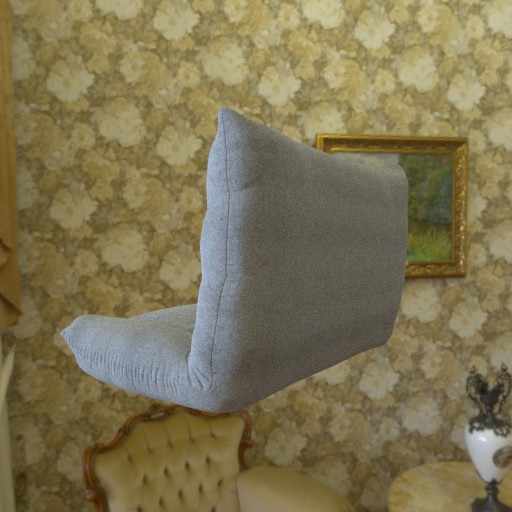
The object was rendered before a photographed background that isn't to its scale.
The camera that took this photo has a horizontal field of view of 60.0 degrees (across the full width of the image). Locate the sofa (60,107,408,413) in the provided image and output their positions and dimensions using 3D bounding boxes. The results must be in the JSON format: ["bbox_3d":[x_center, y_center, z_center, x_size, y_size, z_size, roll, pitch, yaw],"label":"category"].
[{"bbox_3d":[0.000,0.000,1.661,0.847,0.795,1.144,1,1,37],"label":"sofa"}]
